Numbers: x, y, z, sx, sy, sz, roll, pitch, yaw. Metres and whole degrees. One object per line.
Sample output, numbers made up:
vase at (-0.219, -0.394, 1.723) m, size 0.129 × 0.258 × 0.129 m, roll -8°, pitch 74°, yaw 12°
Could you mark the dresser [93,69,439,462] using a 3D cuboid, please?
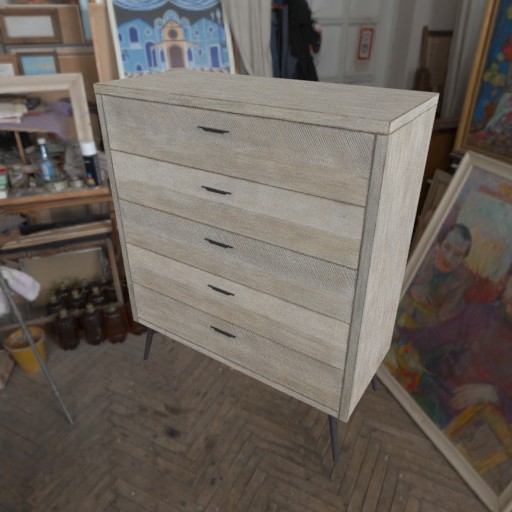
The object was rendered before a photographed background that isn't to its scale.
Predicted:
dresser at (0.000, 0.000, 1.701) m, size 1.016 × 1.219 × 0.457 m, roll 18°, pitch 34°, yaw 29°
